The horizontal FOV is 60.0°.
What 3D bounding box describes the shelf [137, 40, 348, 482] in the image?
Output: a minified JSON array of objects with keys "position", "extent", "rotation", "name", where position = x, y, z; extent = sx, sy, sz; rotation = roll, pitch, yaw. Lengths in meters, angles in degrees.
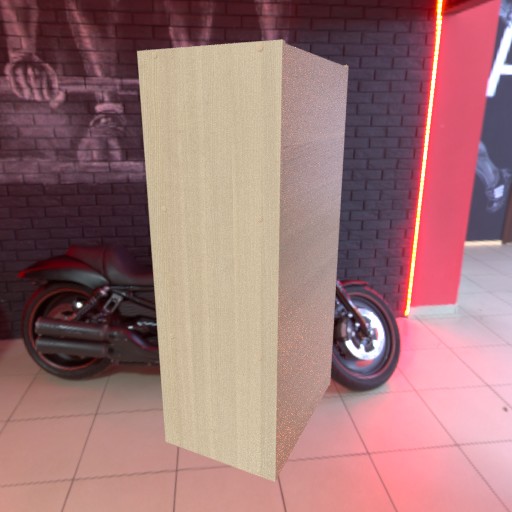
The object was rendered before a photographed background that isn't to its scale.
[{"position":[0.000,0.000,1.074],"extent":[0.292,0.876,0.417],"rotation":[8,19,24],"name":"shelf"}]
